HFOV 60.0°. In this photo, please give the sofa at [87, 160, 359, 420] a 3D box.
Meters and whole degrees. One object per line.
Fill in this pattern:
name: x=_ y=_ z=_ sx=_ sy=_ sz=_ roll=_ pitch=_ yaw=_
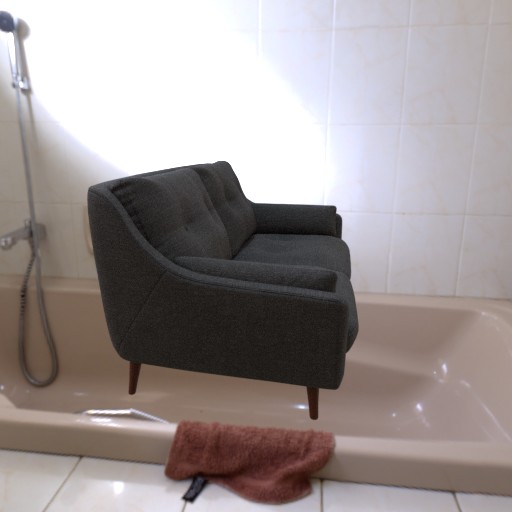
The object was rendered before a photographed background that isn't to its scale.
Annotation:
sofa: x=0.000 y=0.000 z=2.248 sx=0.976 sy=0.887 sz=1.646 roll=3 pitch=15 yaw=10
